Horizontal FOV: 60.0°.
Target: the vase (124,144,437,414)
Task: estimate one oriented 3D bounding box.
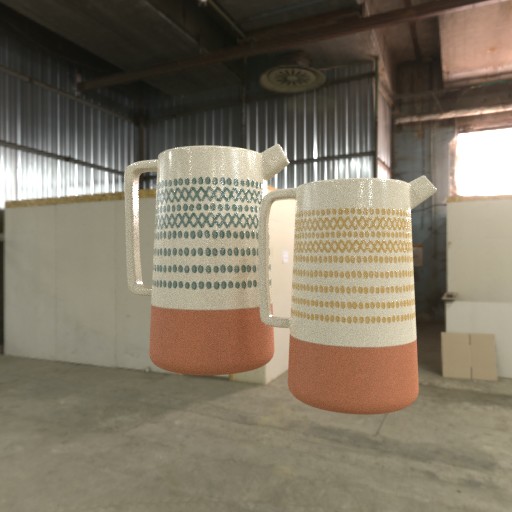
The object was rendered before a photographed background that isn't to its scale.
[{"bbox_3d":[0.000,0.000,0.462,0.168,0.247,0.326,0,1,-37],"label":"vase"}]
